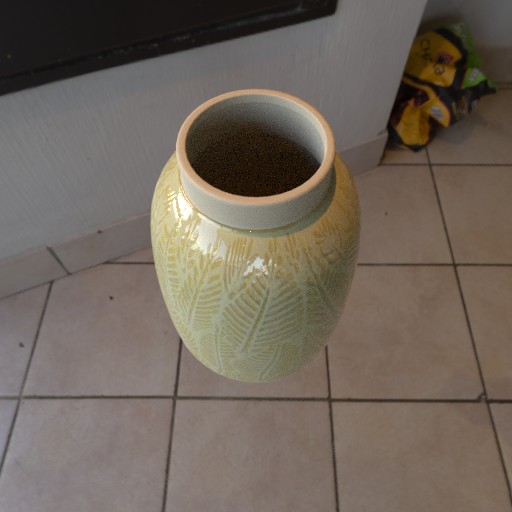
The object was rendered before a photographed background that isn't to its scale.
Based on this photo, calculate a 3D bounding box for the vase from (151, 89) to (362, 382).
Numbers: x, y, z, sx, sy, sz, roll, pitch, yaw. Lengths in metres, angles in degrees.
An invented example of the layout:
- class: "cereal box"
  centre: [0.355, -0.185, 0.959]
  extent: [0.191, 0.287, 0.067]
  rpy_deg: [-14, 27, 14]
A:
- class: "vase"
  centre: [0.000, 0.000, 0.382]
  extent: [0.172, 0.270, 0.172]
  rpy_deg: [0, 59, 0]
